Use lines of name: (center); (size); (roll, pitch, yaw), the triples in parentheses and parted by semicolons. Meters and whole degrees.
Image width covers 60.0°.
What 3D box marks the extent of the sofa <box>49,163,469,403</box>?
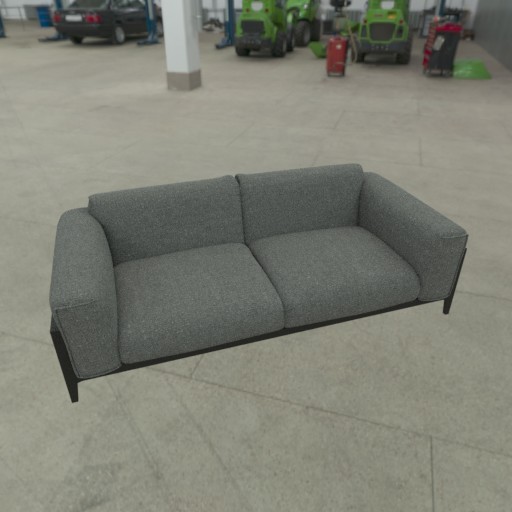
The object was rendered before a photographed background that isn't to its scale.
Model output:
sofa: (0.000, 0.000, 2.560); (2.125, 0.703, 0.985); (-10, 32, -16)
